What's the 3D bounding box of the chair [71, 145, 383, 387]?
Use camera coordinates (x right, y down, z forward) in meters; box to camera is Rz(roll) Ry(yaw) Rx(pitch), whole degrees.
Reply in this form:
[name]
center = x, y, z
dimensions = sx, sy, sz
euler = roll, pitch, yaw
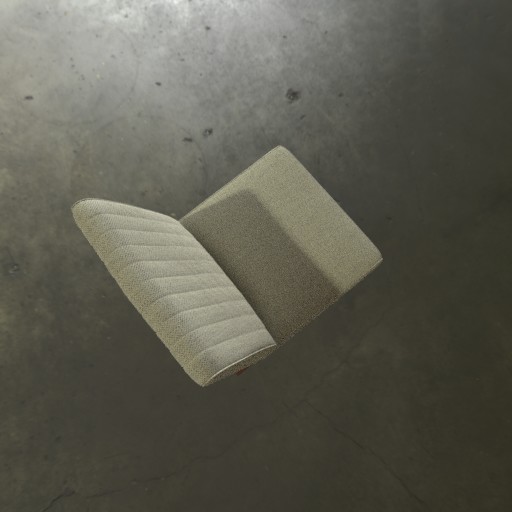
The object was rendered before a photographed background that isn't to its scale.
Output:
[chair]
center = 0.000, 0.000, 1.259
dimensions = 0.594, 0.900, 0.480
euler = -38, 79, -9
